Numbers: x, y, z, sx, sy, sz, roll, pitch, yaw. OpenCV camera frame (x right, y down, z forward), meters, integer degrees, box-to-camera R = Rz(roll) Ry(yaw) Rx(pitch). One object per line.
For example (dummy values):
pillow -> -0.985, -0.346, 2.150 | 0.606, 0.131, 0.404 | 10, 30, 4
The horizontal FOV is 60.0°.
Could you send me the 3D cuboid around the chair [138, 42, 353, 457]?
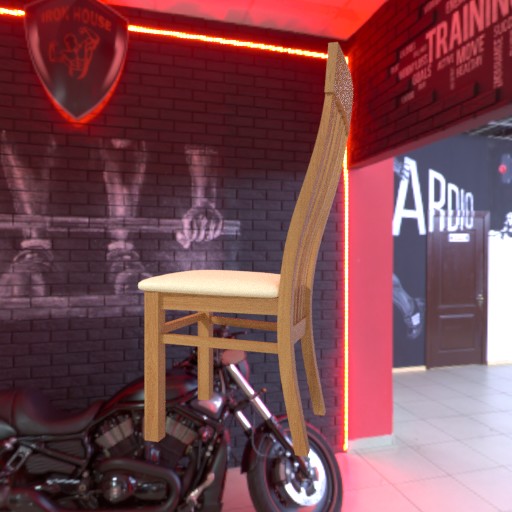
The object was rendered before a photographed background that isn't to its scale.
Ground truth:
chair -> 0.000, 0.000, 1.380 | 0.580, 1.050, 0.450 | 0, 0, 17
